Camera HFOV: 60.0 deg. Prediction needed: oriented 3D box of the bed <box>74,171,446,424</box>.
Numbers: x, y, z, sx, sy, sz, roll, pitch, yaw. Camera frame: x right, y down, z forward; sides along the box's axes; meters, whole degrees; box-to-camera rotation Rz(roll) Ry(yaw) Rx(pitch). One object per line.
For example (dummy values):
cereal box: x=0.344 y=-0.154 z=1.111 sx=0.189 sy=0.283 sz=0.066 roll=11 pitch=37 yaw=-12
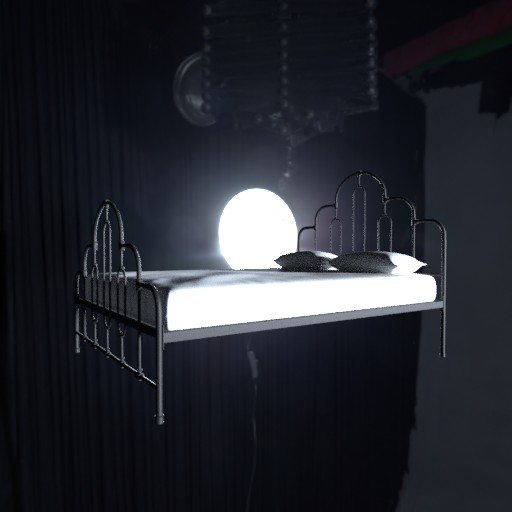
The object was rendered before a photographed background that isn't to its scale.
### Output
bed: x=0.000 y=0.000 z=3.200 sx=2.163 sy=1.429 sz=1.640 roll=-1 pitch=1 yaw=-34
